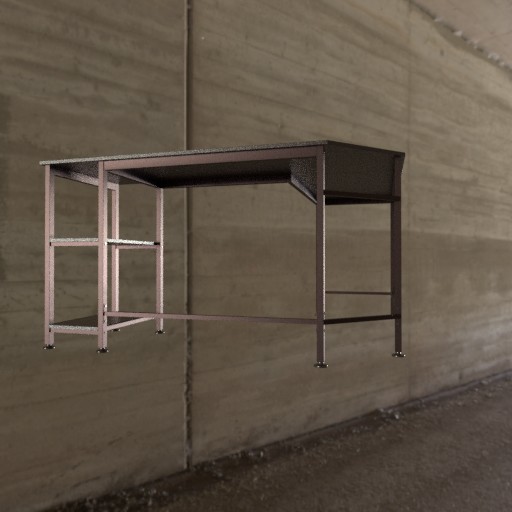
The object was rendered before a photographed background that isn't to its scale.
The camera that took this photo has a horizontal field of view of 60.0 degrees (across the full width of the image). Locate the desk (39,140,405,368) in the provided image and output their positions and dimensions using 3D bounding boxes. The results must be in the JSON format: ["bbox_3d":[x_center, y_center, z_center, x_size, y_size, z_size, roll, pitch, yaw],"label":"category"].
[{"bbox_3d":[0.000,0.000,2.214,1.379,0.739,1.379,0,0,16],"label":"desk"}]
